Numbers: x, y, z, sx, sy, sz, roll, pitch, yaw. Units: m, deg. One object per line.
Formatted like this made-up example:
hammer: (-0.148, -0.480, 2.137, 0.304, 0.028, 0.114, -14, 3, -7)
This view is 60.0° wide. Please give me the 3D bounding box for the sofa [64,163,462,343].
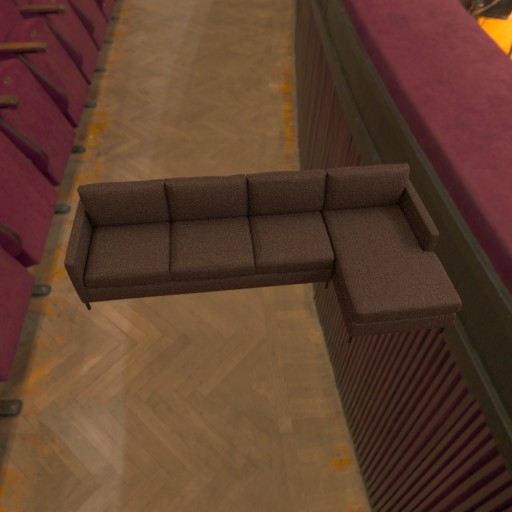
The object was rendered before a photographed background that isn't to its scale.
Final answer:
sofa: (0.000, 0.000, 3.929, 3.221, 0.892, 1.483, -5, 47, -4)
